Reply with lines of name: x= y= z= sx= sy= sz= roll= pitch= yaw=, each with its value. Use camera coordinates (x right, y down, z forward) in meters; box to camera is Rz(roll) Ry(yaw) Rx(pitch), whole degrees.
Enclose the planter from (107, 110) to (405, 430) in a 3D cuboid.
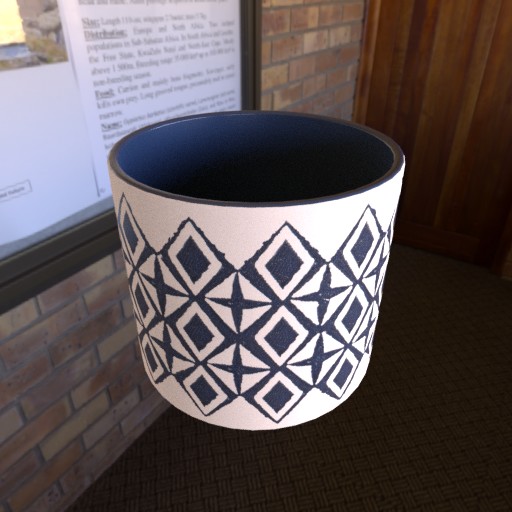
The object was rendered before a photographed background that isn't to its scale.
planter: x=0.000 y=0.000 z=0.322 sx=0.182 sy=0.165 sz=0.182 roll=0 pitch=32 yaw=0
